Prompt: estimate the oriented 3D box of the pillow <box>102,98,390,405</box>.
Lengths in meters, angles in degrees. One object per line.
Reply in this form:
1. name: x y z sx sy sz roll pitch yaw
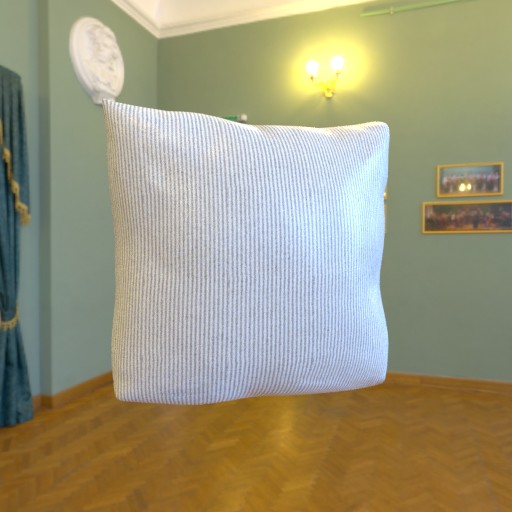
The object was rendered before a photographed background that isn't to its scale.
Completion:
1. pillow: 0.000 0.000 0.680 0.387 0.432 0.310 0 1 18
